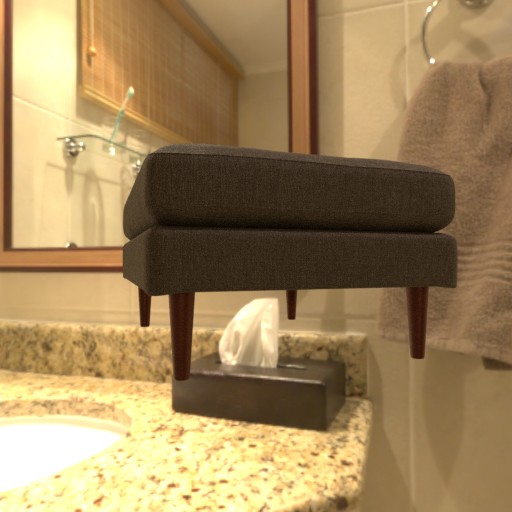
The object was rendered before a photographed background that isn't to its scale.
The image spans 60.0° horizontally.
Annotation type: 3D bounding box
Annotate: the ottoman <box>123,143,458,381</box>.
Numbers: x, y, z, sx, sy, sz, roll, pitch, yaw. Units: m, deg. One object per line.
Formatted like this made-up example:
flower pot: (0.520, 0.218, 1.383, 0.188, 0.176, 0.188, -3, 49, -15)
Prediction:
ottoman: (0.000, 0.000, 1.262, 0.693, 0.474, 0.821, 0, -1, -20)
